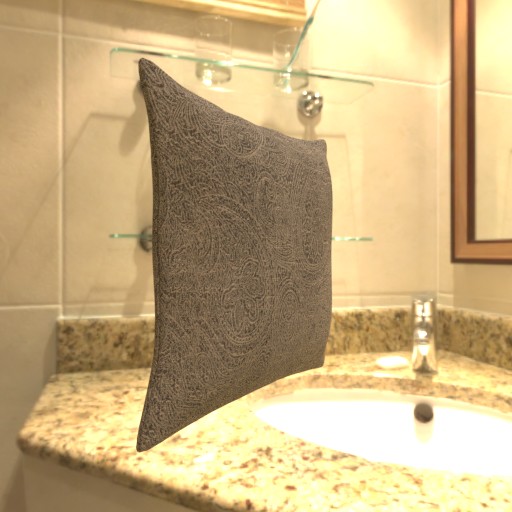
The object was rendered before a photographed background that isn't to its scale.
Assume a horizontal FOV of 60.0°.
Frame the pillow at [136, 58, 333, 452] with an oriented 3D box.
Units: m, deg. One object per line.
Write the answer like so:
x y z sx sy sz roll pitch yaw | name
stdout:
0.000 0.000 0.782 0.166 0.510 0.523 0 1 36 | pillow
